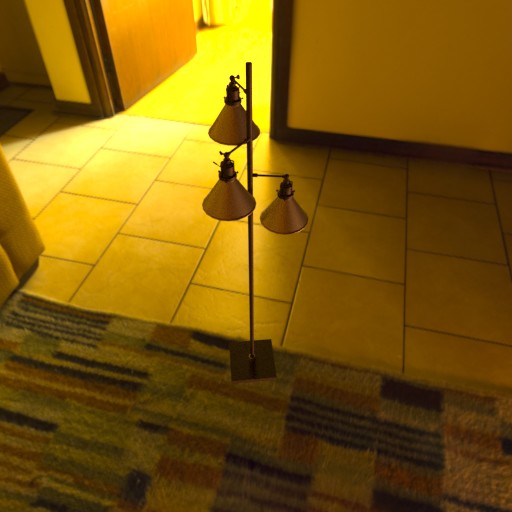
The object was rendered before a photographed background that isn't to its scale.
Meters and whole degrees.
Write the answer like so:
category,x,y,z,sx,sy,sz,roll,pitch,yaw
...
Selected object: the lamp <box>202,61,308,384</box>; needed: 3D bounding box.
category,x,y,z,sx,sy,sz,roll,pitch,yaw
lamp,0.000,0.000,1.978,0.415,1.716,0.428,-4,45,-4
